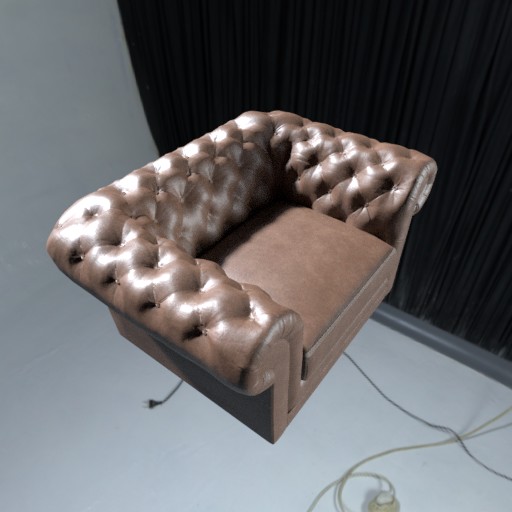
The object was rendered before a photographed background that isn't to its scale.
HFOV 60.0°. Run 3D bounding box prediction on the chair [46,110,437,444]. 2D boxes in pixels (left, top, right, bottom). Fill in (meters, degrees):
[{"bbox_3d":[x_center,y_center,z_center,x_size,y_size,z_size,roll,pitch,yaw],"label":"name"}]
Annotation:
[{"bbox_3d":[0.000,0.000,1.843,0.954,0.784,1.298,26,47,27],"label":"chair"}]
